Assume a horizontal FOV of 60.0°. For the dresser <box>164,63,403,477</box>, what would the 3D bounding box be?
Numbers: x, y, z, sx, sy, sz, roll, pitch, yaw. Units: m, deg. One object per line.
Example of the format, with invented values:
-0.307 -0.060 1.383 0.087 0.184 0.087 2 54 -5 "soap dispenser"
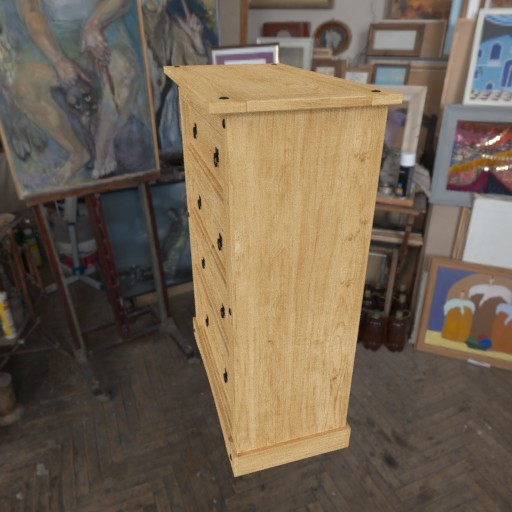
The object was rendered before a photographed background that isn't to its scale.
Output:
0.000 0.000 1.716 0.485 1.300 0.915 -8 29 -15 "dresser"
